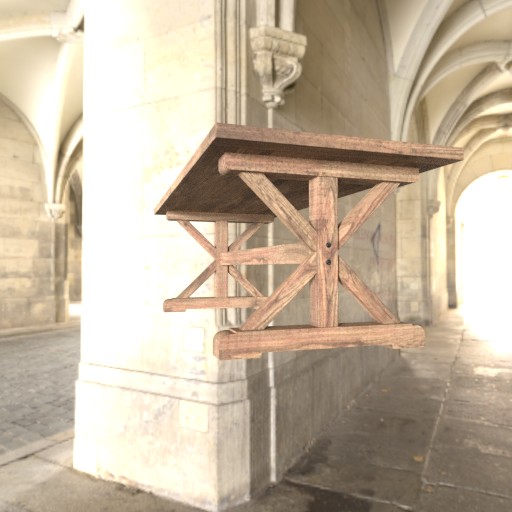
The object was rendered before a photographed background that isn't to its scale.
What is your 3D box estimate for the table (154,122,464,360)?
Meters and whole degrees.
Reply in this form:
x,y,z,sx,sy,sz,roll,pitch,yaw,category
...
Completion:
x,y,z,sx,sy,sz,roll,pitch,yaw,category
0.000,0.000,2.403,0.907,0.733,2.031,0,-2,-18,table
